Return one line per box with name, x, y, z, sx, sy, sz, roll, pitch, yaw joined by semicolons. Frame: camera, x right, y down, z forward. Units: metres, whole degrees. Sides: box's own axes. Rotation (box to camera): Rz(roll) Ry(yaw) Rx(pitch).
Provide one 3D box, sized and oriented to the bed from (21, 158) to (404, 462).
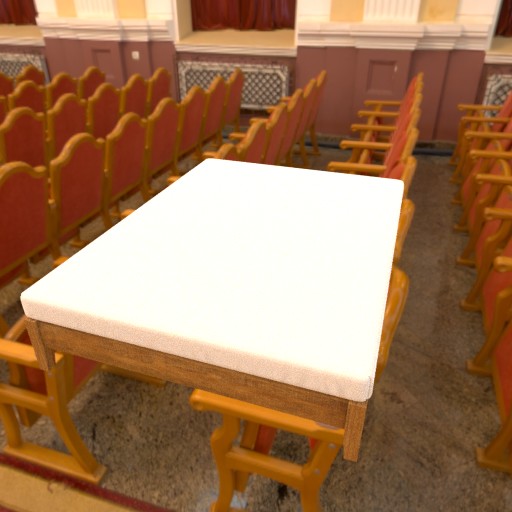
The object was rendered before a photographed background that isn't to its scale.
bed;0.000;0.000;2.634;1.536;0.431;2.016;10;32;16
